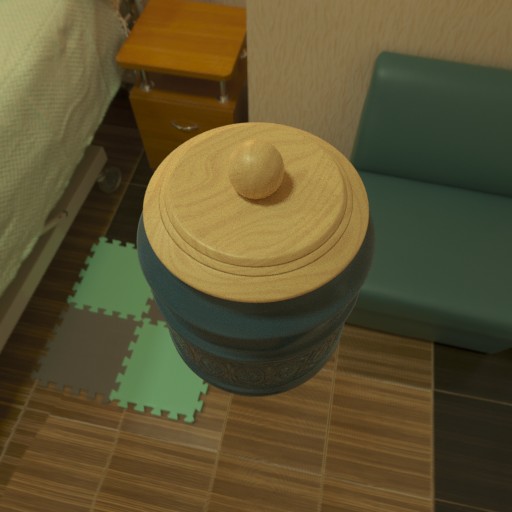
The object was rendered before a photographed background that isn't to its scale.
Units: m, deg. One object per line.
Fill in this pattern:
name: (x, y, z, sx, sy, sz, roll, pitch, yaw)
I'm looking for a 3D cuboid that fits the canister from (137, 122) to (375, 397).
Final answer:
canister: (0.000, 0.000, 0.268, 0.130, 0.176, 0.130, 0, 58, 0)
